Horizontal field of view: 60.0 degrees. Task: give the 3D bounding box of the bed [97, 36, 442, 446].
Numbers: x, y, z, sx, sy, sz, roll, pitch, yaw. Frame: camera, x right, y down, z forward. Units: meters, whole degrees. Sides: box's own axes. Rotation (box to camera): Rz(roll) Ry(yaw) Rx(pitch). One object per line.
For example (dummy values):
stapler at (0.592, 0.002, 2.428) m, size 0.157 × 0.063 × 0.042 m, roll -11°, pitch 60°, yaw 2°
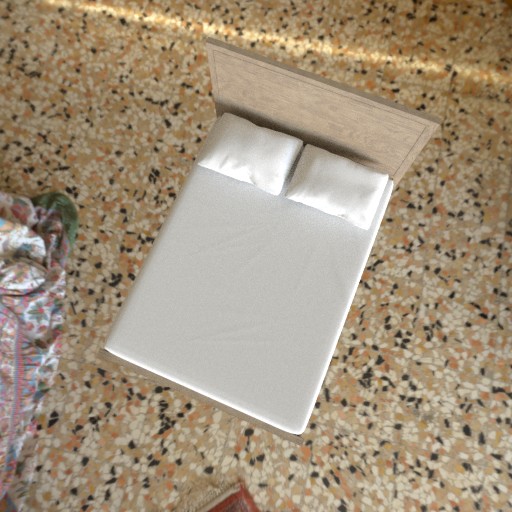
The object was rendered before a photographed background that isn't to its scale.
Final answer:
bed at (0.000, 0.000, 3.241) m, size 1.606 × 1.369 × 2.189 m, roll 22°, pitch 75°, yaw 6°
